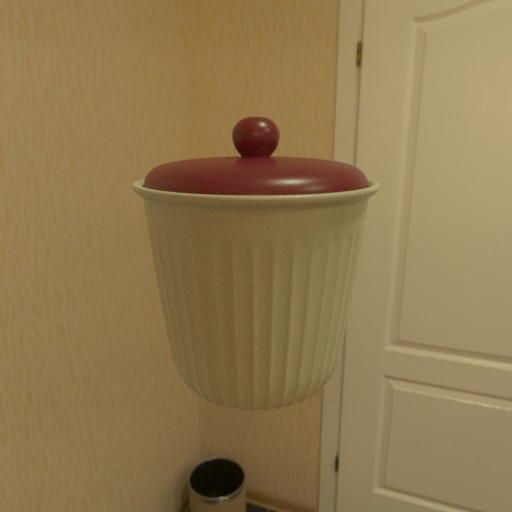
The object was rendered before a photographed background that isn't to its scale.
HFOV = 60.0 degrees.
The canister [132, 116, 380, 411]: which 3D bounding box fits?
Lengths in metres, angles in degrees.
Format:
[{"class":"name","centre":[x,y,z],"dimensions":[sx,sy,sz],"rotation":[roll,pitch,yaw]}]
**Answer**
[{"class":"canister","centre":[0.000,0.000,0.351],"dimensions":[0.181,0.211,0.181],"rotation":[0,15,0]}]
